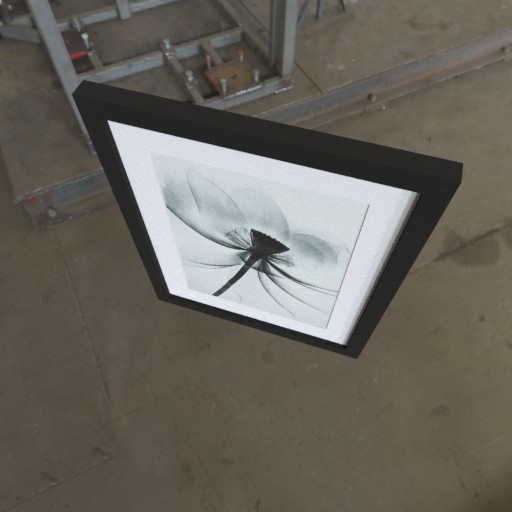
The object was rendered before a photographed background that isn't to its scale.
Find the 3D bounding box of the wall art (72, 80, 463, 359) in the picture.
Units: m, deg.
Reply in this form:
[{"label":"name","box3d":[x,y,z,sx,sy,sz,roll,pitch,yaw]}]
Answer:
[{"label":"wall art","box3d":[0.000,0.000,0.741,0.457,0.559,0.029,15,59,9]}]
